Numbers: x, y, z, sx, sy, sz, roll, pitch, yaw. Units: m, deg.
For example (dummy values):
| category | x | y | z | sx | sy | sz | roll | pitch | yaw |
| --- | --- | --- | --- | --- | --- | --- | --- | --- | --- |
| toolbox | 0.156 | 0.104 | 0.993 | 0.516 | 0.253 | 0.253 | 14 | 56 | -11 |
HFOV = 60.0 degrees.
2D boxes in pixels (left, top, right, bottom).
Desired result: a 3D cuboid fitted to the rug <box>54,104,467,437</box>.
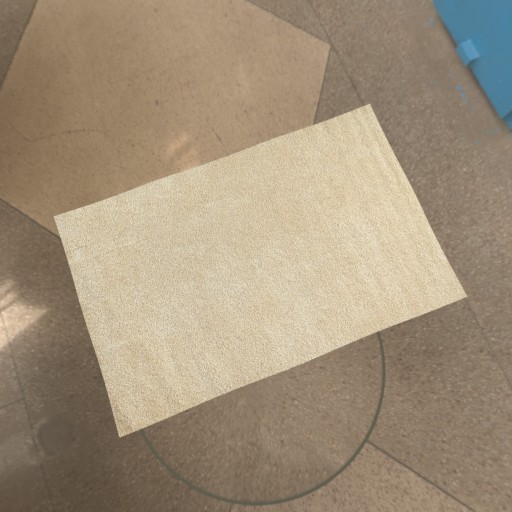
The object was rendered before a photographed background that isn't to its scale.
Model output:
| category | x | y | z | sx | sy | sz | roll | pitch | yaw |
| --- | --- | --- | --- | --- | --- | --- | --- | --- | --- |
| rug | 0.000 | 0.000 | 2.937 | 2.346 | 0.025 | 1.500 | -21 | 77 | -5 |
